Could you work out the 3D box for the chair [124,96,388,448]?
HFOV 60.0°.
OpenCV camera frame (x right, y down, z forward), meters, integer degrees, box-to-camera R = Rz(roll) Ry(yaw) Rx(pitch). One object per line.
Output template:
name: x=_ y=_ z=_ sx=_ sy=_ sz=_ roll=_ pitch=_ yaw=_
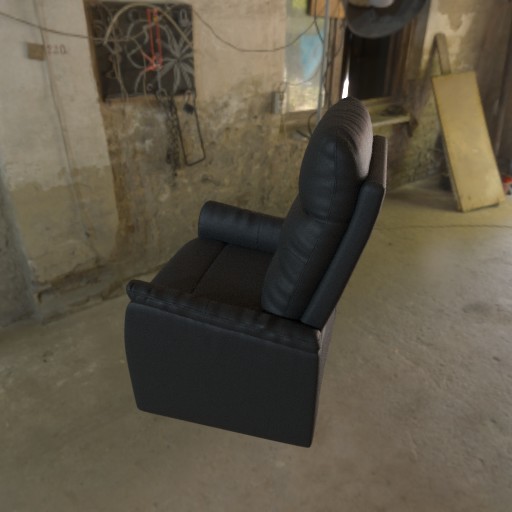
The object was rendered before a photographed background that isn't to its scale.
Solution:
chair: x=0.000 y=0.000 z=1.644 sx=0.831 sy=1.082 sz=0.775 roll=7 pitch=30 yaw=13
